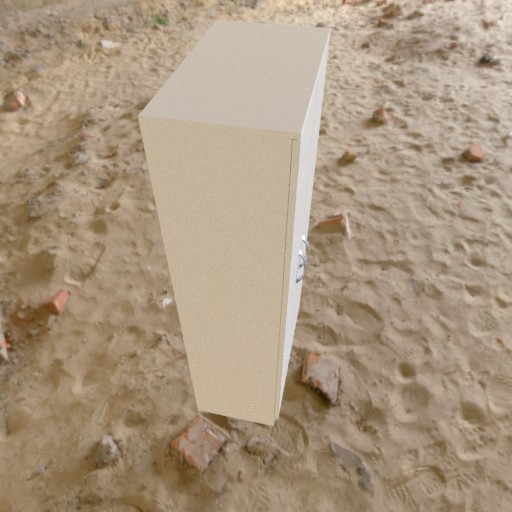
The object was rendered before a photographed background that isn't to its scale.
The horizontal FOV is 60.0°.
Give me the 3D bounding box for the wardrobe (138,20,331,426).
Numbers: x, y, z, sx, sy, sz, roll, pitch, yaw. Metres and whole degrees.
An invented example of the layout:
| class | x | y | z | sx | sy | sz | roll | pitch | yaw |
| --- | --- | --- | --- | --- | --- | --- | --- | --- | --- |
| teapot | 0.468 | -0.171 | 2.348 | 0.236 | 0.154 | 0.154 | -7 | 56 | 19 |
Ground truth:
| class | x | y | z | sx | sy | sz | roll | pitch | yaw |
| --- | --- | --- | --- | --- | --- | --- | --- | --- | --- |
| wardrobe | 0.000 | 0.000 | 1.993 | 0.470 | 1.700 | 0.760 | 9 | 46 | 9 |
